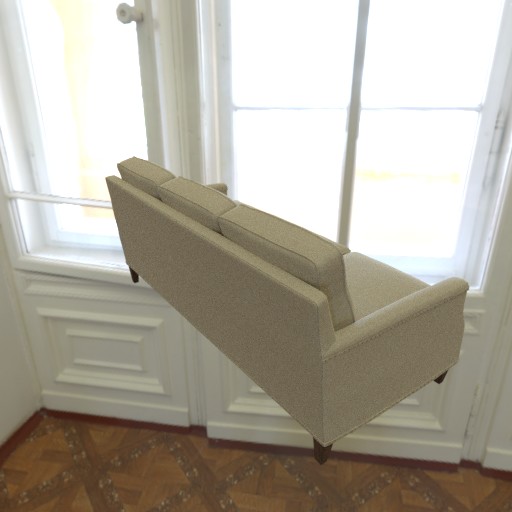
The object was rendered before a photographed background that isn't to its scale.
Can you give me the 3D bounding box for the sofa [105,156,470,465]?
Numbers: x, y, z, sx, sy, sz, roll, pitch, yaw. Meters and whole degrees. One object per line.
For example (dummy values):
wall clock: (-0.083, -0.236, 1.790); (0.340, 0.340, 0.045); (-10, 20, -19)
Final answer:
sofa: (0.000, 0.000, 2.750); (1.084, 1.003, 2.246); (-17, 30, -33)
